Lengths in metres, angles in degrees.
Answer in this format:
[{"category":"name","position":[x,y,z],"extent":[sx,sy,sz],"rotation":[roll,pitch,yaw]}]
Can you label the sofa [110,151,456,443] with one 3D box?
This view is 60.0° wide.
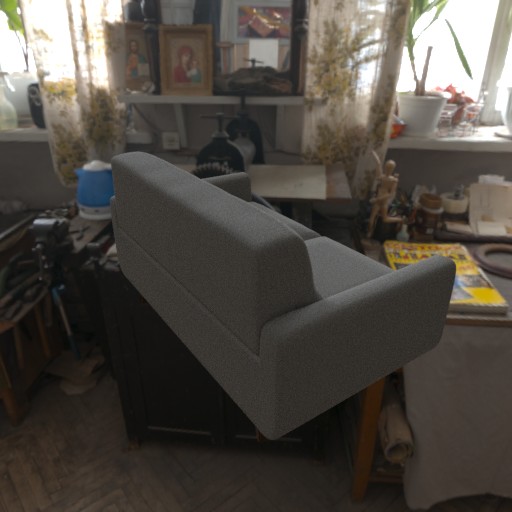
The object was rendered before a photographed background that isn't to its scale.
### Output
[{"category":"sofa","position":[0.000,0.000,2.276],"extent":[0.952,0.925,1.651],"rotation":[-17,31,-30]}]
